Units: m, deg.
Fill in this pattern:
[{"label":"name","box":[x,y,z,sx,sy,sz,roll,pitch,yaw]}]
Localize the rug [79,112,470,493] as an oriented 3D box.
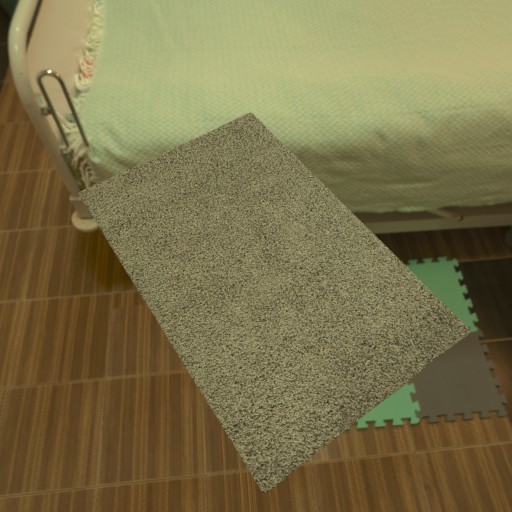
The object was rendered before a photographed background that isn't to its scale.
[{"label":"rug","box":[0.000,0.000,3.431,1.778,0.030,2.743,-30,63,-17]}]
